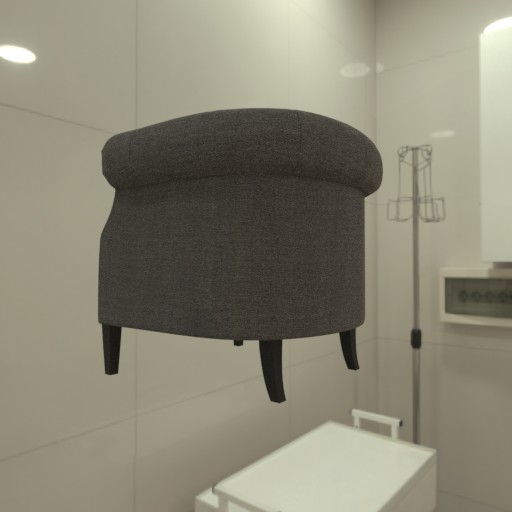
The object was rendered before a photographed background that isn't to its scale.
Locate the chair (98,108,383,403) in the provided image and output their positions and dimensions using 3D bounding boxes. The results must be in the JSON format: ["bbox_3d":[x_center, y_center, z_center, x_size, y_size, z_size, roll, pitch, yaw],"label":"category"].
[{"bbox_3d":[0.000,0.000,1.603,0.852,0.827,0.905,-1,-1,38],"label":"chair"}]
